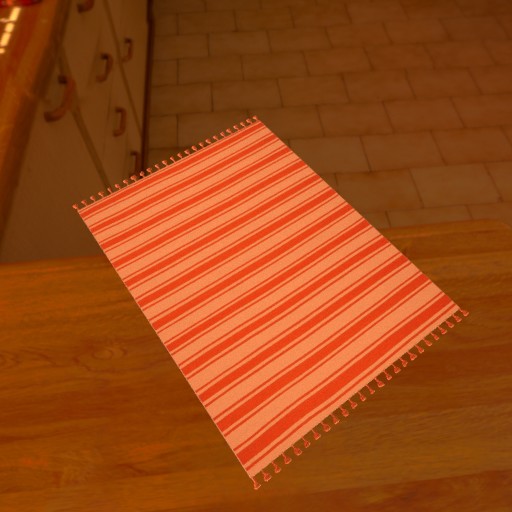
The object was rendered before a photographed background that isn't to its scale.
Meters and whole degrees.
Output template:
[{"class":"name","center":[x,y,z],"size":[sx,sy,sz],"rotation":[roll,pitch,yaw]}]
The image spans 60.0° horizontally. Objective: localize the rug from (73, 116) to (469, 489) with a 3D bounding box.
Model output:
[{"class":"rug","center":[0.000,0.000,4.439],"size":[2.451,0.035,3.369],"rotation":[-32,63,-18]}]
